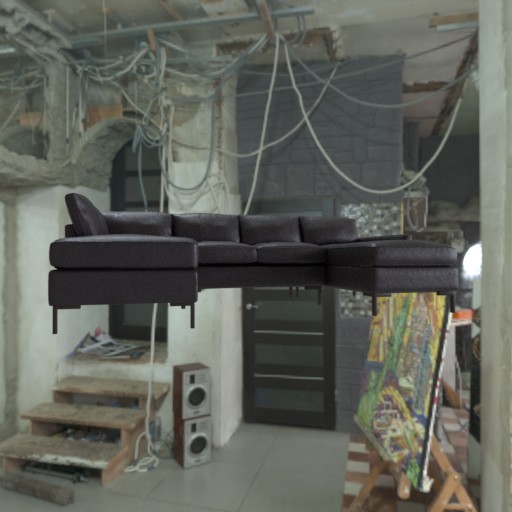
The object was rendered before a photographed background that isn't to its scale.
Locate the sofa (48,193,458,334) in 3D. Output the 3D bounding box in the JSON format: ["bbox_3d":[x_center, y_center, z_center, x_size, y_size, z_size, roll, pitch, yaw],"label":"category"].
[{"bbox_3d":[0.000,0.000,3.794,2.956,0.900,1.939,0,0,-15],"label":"sofa"}]
